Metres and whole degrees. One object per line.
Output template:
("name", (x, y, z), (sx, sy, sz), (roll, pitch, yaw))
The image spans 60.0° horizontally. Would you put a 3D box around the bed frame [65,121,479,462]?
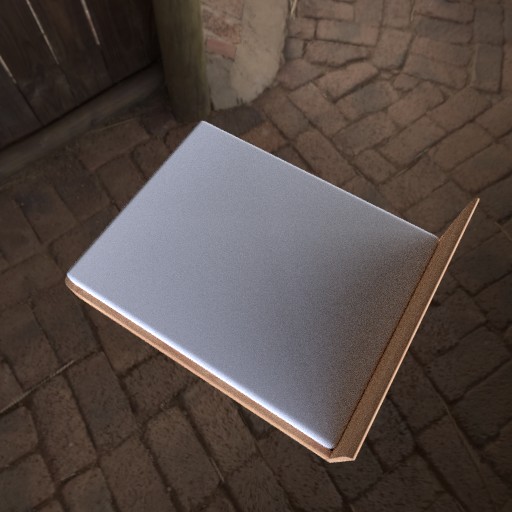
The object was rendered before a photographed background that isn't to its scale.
("bed frame", (0.000, 0.000, 2.984), (2.092, 0.940, 1.660), (29, 68, 13))
